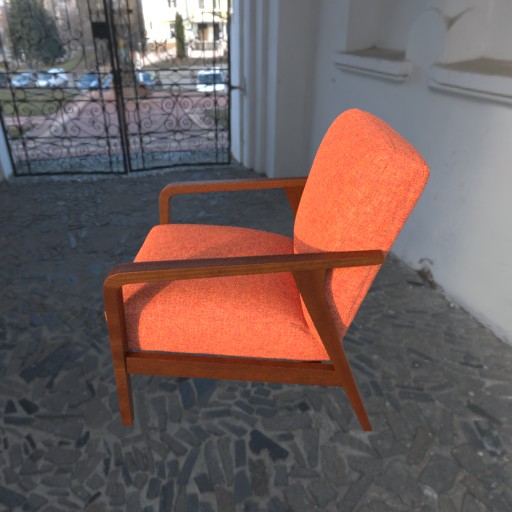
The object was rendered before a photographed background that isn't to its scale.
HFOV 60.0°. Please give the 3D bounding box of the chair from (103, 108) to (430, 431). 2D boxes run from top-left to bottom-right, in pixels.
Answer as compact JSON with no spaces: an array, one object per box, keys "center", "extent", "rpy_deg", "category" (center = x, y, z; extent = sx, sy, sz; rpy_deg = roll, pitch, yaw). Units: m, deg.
[{"center":[0.000,0.000,1.490],"extent":[0.860,0.890,0.719],"rpy_deg":[1,28,1],"category":"chair"}]
